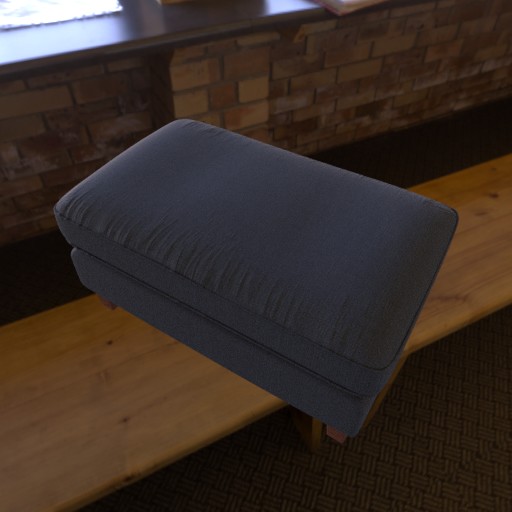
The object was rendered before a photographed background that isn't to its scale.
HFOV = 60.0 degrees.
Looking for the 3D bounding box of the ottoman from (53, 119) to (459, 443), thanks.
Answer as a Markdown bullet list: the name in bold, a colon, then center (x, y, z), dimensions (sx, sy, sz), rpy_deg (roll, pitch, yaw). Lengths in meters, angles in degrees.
- **ottoman**: center (0.000, 0.000, 1.213), dimensions (0.885, 0.438, 0.570), rpy_deg (24, 51, 22)
